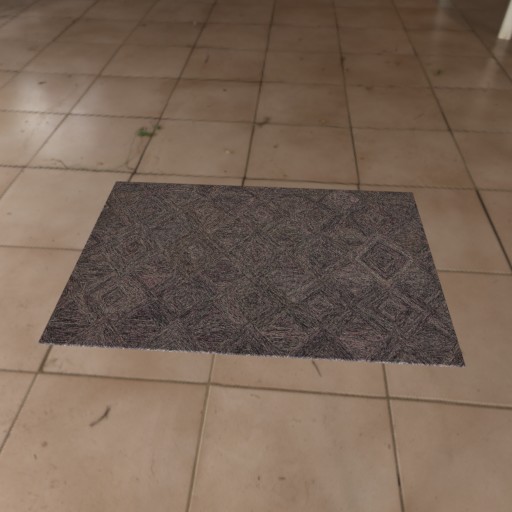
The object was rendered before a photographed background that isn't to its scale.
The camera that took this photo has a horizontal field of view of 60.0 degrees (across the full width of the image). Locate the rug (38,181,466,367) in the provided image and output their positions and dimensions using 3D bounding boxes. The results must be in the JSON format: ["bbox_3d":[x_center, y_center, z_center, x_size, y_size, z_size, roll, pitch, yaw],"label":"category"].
[{"bbox_3d":[0.000,0.000,2.902,2.298,0.017,1.501,3,45,3],"label":"rug"}]
